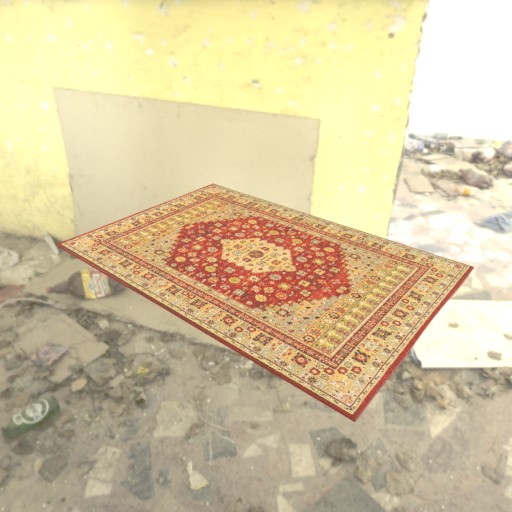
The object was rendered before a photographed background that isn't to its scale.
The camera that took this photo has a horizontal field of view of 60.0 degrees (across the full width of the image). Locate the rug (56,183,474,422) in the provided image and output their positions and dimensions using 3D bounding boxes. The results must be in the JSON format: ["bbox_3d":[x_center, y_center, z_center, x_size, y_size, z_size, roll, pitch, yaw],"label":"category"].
[{"bbox_3d":[0.000,0.000,2.276,1.802,0.013,1.194,23,37,34],"label":"rug"}]
